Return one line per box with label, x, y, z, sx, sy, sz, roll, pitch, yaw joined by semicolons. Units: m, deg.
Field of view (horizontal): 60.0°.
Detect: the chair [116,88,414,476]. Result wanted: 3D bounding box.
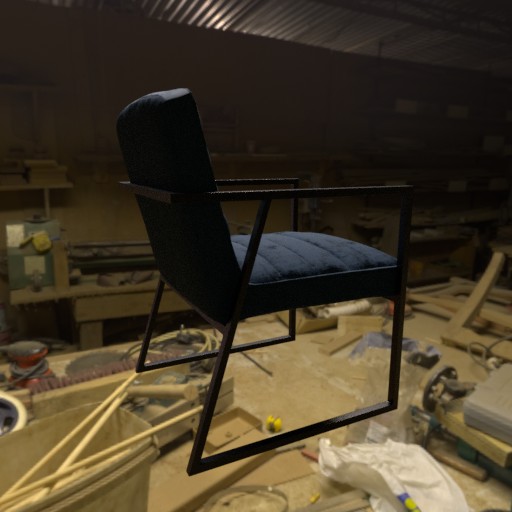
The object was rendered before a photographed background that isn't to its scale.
chair;0.000;0.000;1.279;0.677;0.833;0.571;-6;13;-26
